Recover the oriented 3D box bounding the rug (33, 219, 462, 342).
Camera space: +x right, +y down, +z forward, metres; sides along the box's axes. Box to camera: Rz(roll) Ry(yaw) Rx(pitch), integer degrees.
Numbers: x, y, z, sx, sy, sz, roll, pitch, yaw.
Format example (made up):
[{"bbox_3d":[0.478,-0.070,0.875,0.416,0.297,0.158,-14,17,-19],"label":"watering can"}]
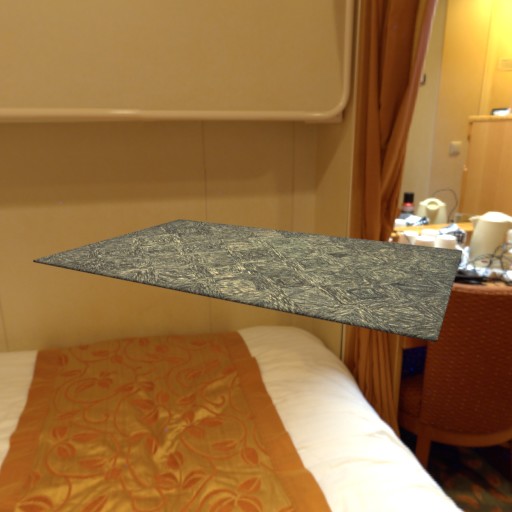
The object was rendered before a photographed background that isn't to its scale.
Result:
[{"bbox_3d":[0.000,0.000,2.839,2.330,0.017,1.478,8,18,26],"label":"rug"}]
